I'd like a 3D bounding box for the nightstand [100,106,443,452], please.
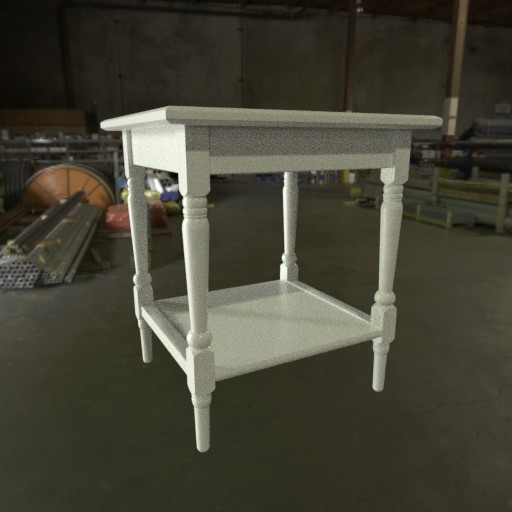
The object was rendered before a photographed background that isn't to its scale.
[{"bbox_3d":[0.000,0.000,0.932,0.505,0.555,0.459,-8,16,-27],"label":"nightstand"}]
